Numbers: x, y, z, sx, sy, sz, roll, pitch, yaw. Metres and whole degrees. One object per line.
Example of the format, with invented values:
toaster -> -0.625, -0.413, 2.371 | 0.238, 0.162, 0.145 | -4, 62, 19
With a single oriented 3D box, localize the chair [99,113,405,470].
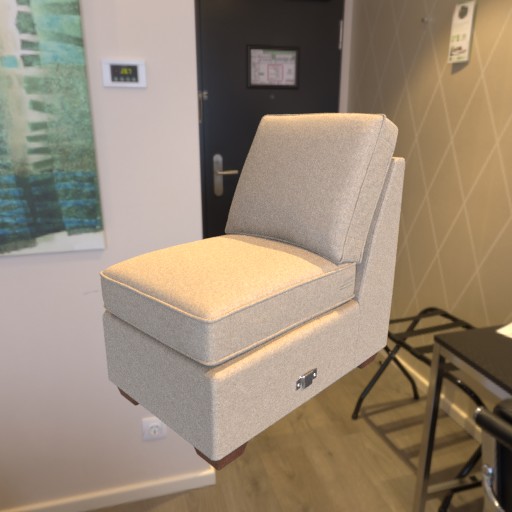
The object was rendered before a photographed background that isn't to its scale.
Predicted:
chair -> 0.000, 0.000, 1.710 | 0.674, 1.058, 1.020 | 16, 23, 42
